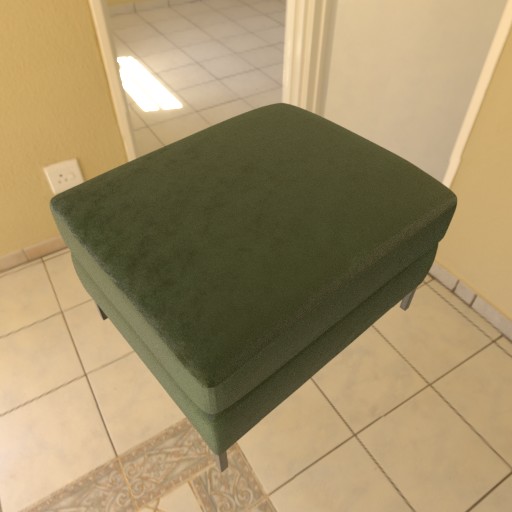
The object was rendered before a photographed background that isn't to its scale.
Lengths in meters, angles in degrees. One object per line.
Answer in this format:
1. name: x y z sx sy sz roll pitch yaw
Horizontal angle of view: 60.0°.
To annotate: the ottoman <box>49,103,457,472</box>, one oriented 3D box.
1. ottoman: 0.000 0.000 1.290 0.839 0.538 0.701 -32 54 -27
